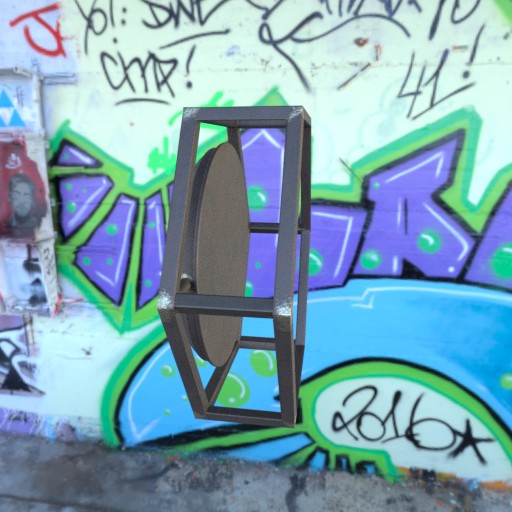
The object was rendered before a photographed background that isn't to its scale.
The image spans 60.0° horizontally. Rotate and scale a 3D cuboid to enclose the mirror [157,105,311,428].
[{"bbox_3d":[0.000,0.000,0.545,0.119,0.334,0.380,2,14,9],"label":"mirror"}]
